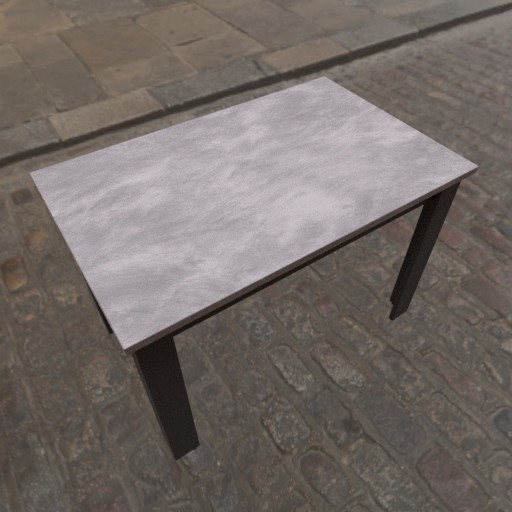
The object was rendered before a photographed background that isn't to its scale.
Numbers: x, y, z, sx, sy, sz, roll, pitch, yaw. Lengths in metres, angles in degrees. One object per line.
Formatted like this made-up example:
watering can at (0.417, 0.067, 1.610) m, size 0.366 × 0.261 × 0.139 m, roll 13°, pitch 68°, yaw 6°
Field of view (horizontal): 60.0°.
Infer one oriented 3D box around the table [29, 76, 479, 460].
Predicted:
table at (0.000, 0.000, 1.552) m, size 1.100 × 0.734 × 0.700 m, roll -26°, pitch 52°, yaw -22°
